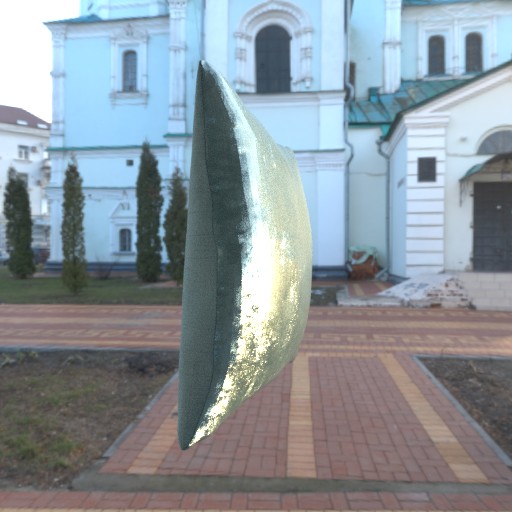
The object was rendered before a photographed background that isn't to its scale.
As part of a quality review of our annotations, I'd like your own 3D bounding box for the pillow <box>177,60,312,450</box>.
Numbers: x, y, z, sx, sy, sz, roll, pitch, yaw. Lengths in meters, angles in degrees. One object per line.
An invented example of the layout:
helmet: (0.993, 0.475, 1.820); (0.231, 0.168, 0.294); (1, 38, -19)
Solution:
pillow: (0.000, 0.000, 0.741); (0.175, 0.464, 0.470); (0, 1, 18)
